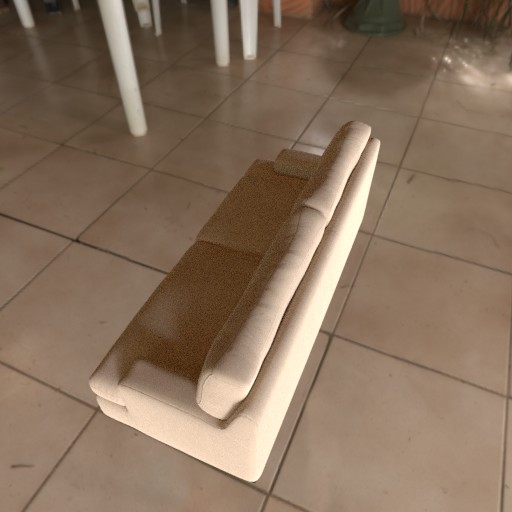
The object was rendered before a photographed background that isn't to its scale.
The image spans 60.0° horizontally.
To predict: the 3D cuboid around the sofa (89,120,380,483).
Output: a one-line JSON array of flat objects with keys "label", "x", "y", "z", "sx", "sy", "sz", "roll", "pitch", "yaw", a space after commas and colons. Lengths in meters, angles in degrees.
[{"label": "sofa", "x": 0.000, "y": 0.000, "z": 2.645, "sx": 0.929, "sy": 0.925, "sz": 2.147, "roll": 17, "pitch": 48, "yaw": 16}]
